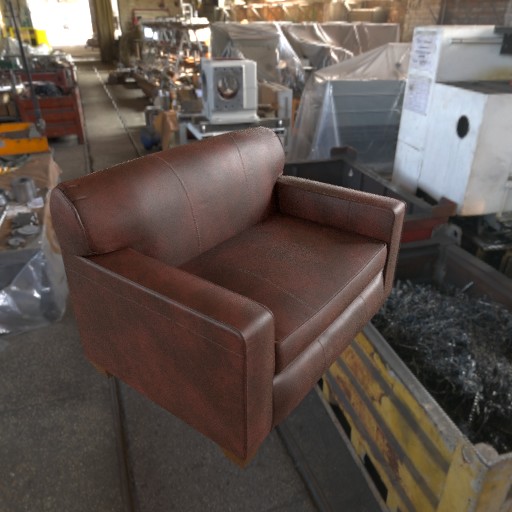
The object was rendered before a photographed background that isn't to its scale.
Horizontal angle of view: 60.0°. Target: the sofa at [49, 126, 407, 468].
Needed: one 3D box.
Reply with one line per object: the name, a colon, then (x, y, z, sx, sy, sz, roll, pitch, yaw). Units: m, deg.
sofa: (0.000, 0.000, 2.104, 1.000, 0.956, 1.413, 19, 33, 32)
